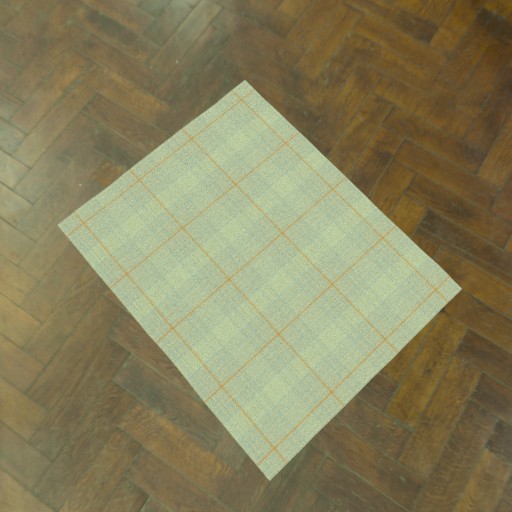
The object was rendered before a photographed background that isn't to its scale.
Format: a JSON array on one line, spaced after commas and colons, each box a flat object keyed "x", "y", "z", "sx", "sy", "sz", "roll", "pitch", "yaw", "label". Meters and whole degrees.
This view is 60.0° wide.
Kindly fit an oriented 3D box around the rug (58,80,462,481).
[{"x": 0.000, "y": 0.000, "z": 4.216, "sx": 2.448, "sy": 0.021, "sz": 3.051, "roll": -41, "pitch": 79, "yaw": -10, "label": "rug"}]
